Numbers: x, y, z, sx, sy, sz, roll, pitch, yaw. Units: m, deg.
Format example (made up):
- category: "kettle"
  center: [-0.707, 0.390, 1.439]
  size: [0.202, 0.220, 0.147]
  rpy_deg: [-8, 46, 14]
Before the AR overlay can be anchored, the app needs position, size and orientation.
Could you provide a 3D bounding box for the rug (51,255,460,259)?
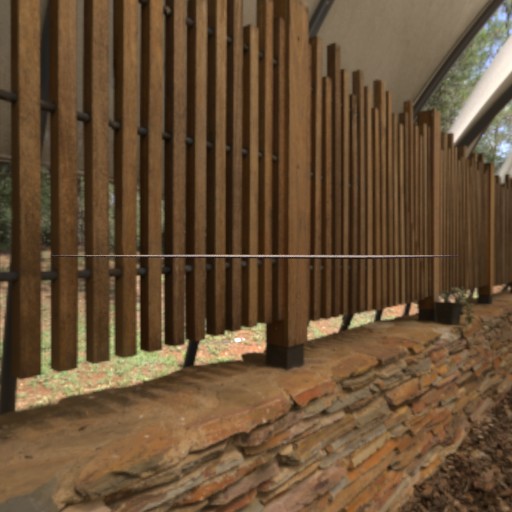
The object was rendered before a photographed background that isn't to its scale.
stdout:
- category: "rug"
  center: [0.000, 0.000, 2.972]
  size: [2.232, 0.009, 1.630]
  rpy_deg: [0, 0, 35]
